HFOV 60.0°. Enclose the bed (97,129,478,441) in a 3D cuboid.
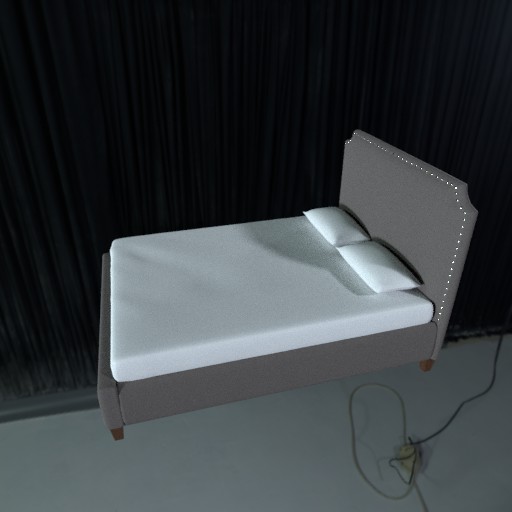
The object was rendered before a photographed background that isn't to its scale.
[{"bbox_3d":[0.000,0.000,3.390,2.372,1.443,1.713,-8,30,-14],"label":"bed"}]
